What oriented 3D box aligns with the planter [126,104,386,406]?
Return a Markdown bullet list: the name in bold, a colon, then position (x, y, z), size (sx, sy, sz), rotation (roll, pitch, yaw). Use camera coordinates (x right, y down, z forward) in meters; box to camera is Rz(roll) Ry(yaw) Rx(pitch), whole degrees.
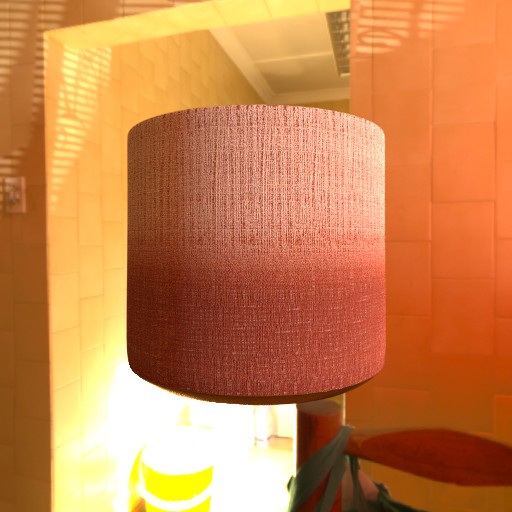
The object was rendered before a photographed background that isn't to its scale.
- **planter**: position (0.000, 0.000, 0.391), size (0.221, 0.201, 0.221), rotation (0, 2, 0)
